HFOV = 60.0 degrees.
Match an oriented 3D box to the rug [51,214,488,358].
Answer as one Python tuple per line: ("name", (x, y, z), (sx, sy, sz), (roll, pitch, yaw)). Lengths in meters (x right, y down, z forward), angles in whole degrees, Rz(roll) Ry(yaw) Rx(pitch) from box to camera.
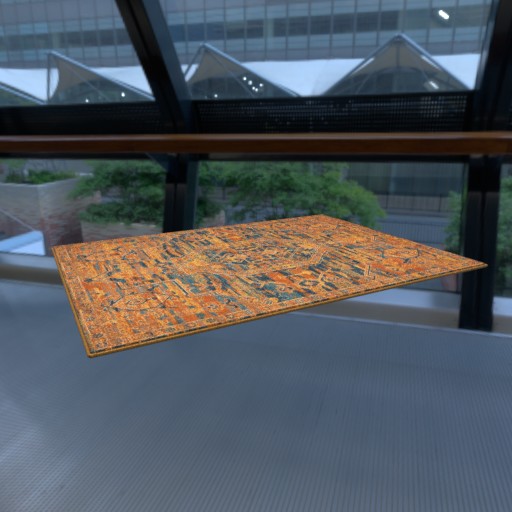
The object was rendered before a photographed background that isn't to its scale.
("rug", (0.000, 0.000, 2.740), (2.204, 0.024, 1.588), (-9, 19, -27))
